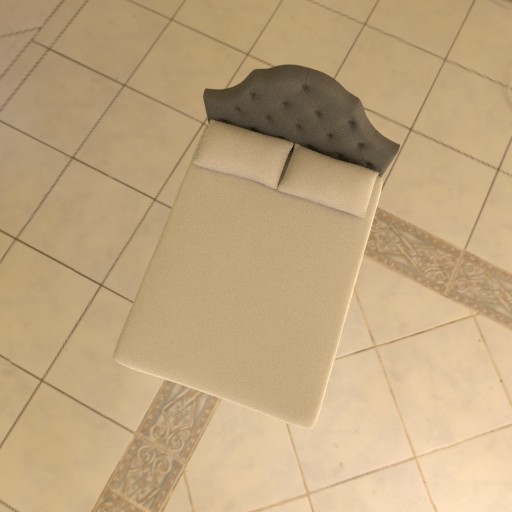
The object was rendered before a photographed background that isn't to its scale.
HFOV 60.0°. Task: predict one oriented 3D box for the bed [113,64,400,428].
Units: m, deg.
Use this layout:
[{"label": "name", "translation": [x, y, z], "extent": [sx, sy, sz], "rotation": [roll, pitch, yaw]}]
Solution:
[{"label": "bed", "translation": [0.000, 0.000, 3.286], "extent": [1.636, 1.575, 2.155], "rotation": [18, 76, 5]}]
